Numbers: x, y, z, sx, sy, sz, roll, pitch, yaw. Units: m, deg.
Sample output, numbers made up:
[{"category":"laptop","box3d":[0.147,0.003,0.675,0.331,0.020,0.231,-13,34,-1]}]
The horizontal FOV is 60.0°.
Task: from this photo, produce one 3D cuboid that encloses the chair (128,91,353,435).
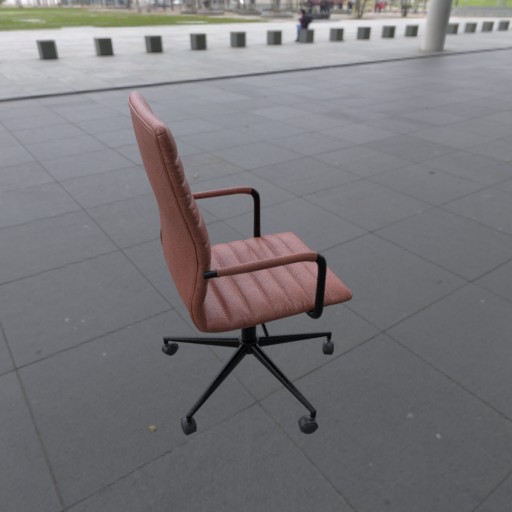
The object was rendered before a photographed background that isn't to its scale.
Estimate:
[{"category":"chair","box3d":[0.000,0.000,1.267,0.578,0.878,0.600,-11,32,-18]}]
